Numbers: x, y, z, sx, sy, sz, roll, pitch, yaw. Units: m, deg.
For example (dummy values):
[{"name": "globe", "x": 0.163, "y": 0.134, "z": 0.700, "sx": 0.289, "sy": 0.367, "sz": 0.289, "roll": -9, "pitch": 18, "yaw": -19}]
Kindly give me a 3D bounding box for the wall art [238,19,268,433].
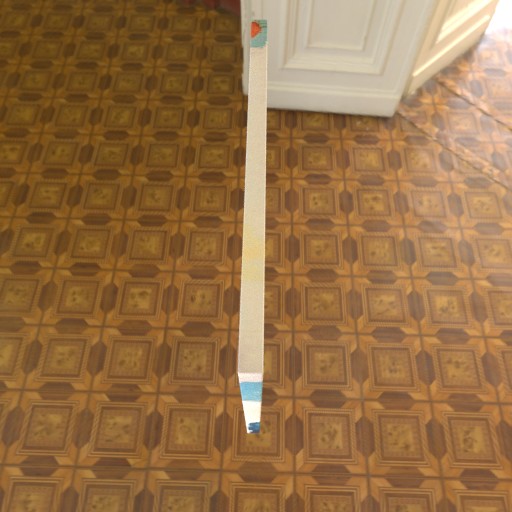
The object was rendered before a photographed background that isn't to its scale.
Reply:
[{"name": "wall art", "x": 0.000, "y": 0.000, "z": 1.200, "sx": 0.037, "sy": 0.814, "sz": 0.814, "roll": 1, "pitch": 62, "yaw": 1}]
